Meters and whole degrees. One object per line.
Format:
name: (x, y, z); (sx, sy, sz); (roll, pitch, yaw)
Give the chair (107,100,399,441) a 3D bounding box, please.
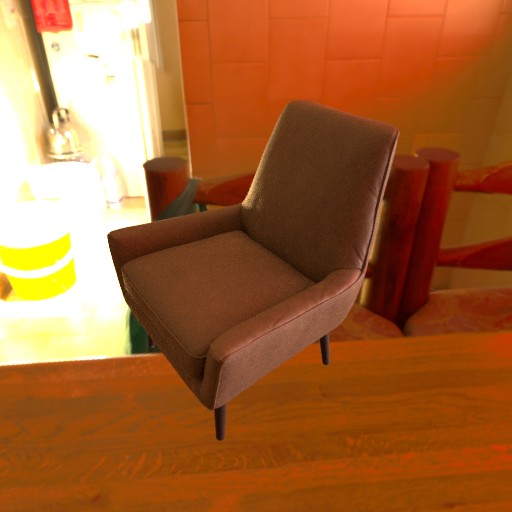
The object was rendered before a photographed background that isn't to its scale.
chair: (0.000, 0.000, 1.546); (0.824, 0.888, 0.787); (-21, 38, -30)
